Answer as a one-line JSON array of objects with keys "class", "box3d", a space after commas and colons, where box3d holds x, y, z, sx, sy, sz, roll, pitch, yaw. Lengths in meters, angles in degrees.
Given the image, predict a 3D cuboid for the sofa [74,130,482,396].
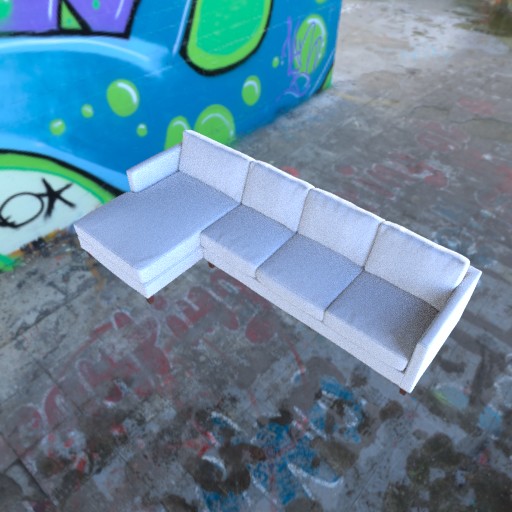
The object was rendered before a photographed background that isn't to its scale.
[{"class": "sofa", "box3d": [0.000, 0.000, 3.840, 3.186, 0.861, 1.625, 31, 52, 28]}]
